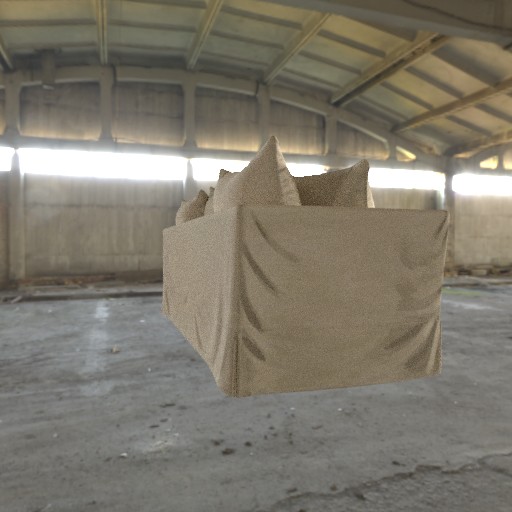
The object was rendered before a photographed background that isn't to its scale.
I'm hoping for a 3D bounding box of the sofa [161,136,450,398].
[{"bbox_3d":[0.000,0.000,2.976,1.030,1.042,2.484,0,1,-18],"label":"sofa"}]
